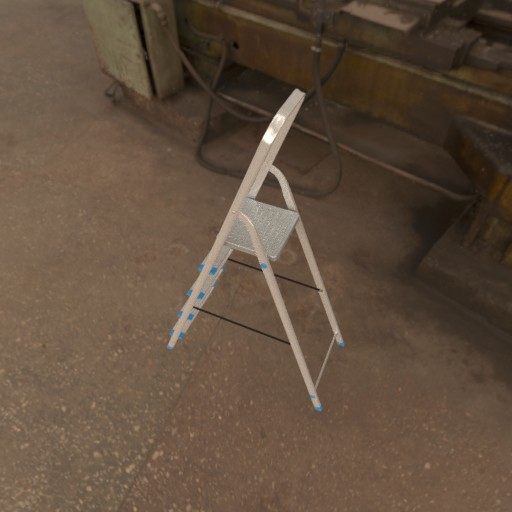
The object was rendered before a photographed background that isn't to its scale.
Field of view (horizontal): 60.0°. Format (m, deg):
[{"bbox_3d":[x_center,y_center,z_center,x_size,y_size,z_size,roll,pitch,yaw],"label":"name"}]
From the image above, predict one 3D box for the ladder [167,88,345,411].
[{"bbox_3d":[0.000,0.000,2.105,0.990,1.648,0.468,18,51,16],"label":"ladder"}]
